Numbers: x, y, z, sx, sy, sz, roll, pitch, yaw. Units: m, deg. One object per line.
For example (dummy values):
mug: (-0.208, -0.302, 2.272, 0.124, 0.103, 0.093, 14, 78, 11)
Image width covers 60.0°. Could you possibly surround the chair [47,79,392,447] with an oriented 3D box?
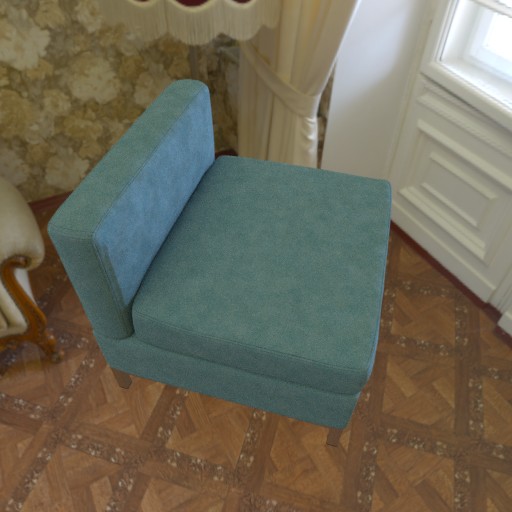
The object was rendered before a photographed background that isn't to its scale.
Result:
chair: (0.000, 0.000, 1.224, 0.685, 0.660, 0.684, 12, 48, 11)
